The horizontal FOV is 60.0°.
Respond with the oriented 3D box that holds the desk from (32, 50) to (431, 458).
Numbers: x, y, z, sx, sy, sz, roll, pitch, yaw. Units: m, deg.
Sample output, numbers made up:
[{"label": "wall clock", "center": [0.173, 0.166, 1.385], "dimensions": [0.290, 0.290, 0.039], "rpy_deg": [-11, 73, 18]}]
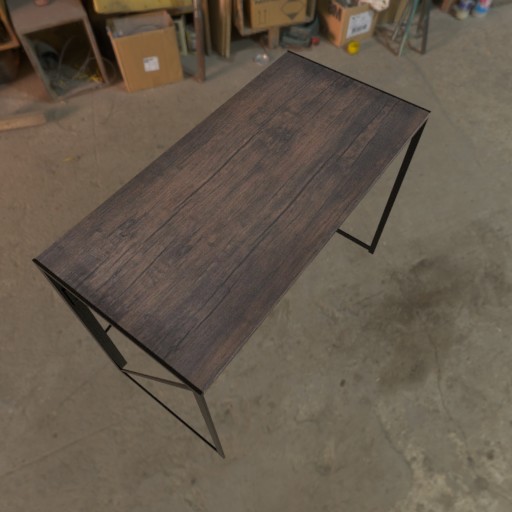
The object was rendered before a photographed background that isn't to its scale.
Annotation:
[{"label": "desk", "center": [0.000, 0.000, 1.452], "dimensions": [0.505, 0.747, 1.015], "rpy_deg": [32, 63, 19]}]
